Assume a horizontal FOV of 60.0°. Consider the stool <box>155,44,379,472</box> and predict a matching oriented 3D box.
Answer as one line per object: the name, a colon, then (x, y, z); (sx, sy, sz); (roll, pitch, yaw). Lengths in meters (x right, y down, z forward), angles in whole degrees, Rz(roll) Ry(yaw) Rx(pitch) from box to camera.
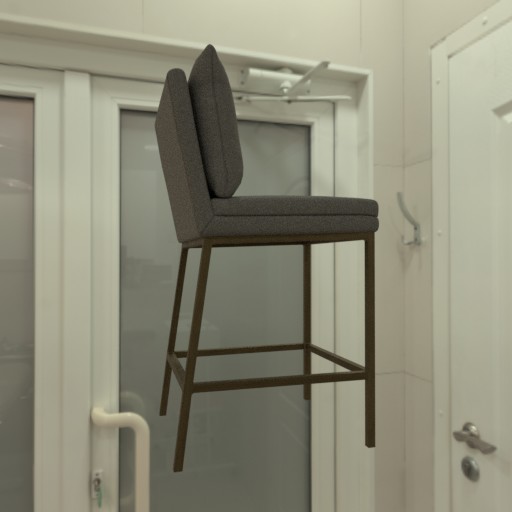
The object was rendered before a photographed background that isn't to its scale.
stool: (0.000, 0.000, 1.331); (0.569, 1.030, 0.463); (0, -1, -17)
